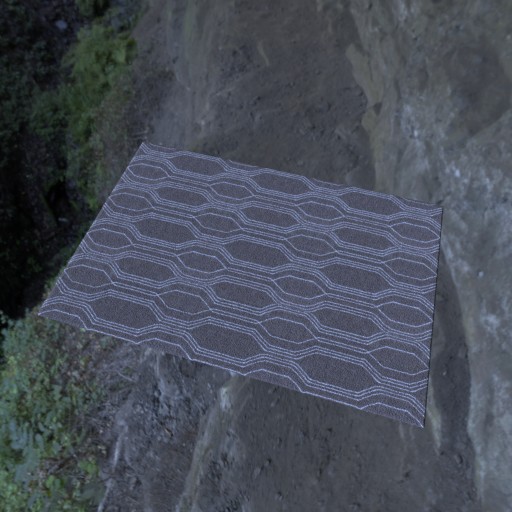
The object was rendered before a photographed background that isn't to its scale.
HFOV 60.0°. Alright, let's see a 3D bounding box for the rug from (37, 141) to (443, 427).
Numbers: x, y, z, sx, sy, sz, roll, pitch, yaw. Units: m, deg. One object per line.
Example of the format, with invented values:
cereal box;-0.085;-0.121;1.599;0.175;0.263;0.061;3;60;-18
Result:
rug;0.000;0.000;2.314;1.836;0.012;1.239;14;58;9
